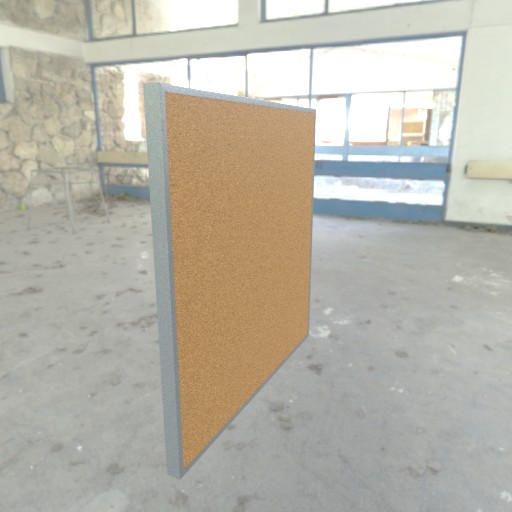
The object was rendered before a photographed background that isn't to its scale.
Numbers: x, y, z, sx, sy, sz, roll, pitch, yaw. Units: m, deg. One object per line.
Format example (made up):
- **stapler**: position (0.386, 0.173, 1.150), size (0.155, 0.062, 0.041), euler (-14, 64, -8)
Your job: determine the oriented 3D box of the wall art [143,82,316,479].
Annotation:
- **wall art**: position (0.000, 0.000, 1.214), size (0.038, 0.807, 0.809), euler (7, 17, 26)
